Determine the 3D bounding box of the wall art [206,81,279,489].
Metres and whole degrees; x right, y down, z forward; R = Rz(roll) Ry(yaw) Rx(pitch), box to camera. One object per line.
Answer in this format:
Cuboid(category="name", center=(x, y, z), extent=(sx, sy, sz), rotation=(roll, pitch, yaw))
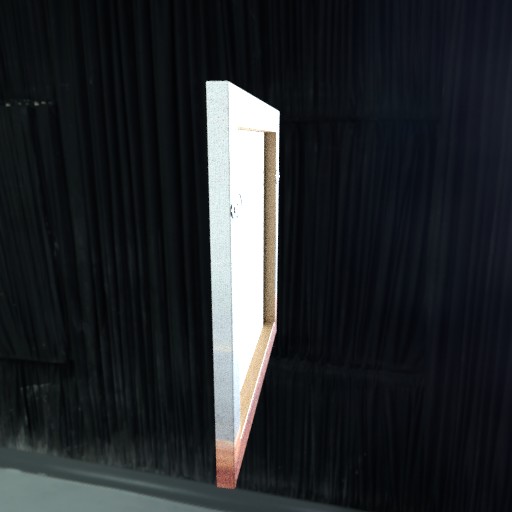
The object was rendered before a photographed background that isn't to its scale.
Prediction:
Cuboid(category="wall art", center=(0.000, 0.000, 1.149), extent=(0.042, 0.760, 0.760), rotation=(2, 15, 9))
